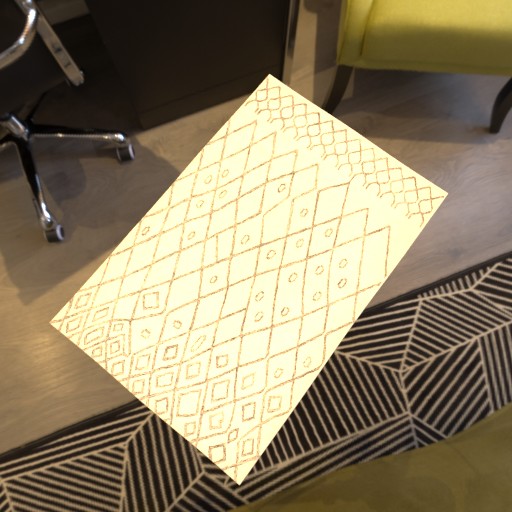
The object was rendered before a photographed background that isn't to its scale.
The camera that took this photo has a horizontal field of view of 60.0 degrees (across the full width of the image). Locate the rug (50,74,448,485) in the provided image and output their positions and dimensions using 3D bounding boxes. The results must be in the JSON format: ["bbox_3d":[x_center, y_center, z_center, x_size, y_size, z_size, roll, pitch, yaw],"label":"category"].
[{"bbox_3d":[0.000,0.000,2.319,1.222,0.015,1.828,37,79,9],"label":"rug"}]
